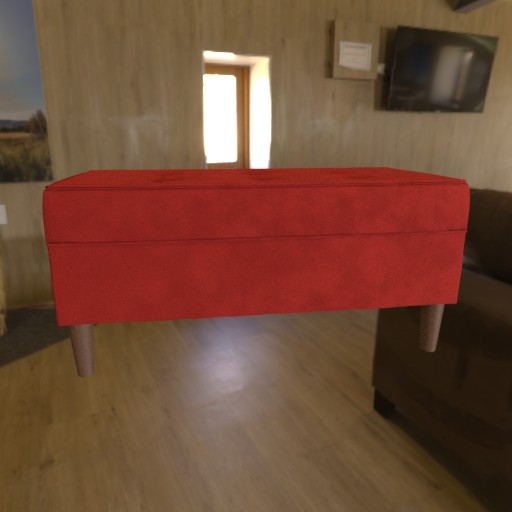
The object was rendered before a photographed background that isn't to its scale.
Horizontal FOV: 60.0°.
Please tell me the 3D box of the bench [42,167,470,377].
[{"bbox_3d":[0.000,0.000,1.290,1.016,0.471,0.492,-2,15,-8],"label":"bench"}]
